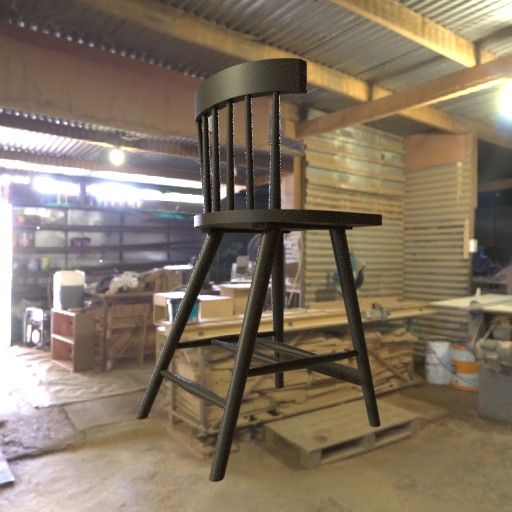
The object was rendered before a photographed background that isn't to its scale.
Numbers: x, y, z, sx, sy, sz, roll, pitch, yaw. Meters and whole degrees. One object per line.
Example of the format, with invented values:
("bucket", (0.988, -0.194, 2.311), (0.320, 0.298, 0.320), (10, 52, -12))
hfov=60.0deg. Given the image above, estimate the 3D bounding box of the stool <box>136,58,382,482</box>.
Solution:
("stool", (0.000, 0.000, 1.275), (0.549, 0.953, 0.494), (0, 0, -35))
